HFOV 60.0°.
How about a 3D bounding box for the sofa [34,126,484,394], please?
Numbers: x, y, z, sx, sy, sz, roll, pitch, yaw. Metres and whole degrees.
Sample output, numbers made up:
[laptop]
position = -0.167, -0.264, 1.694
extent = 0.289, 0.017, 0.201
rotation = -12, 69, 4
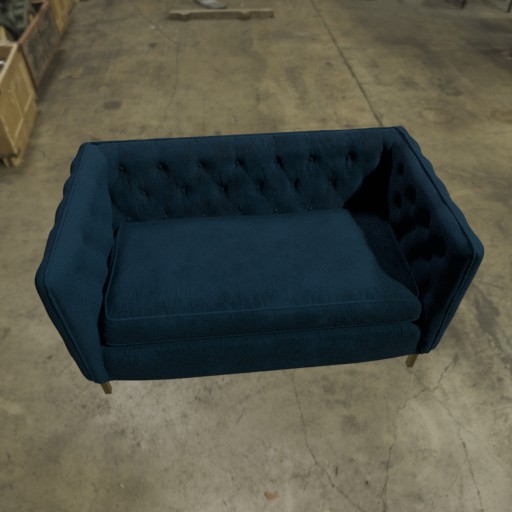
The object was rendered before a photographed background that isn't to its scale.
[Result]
[sofa]
position = 0.000, 0.000, 2.046
extent = 1.583, 0.810, 0.909
rotation = -4, 46, -4
